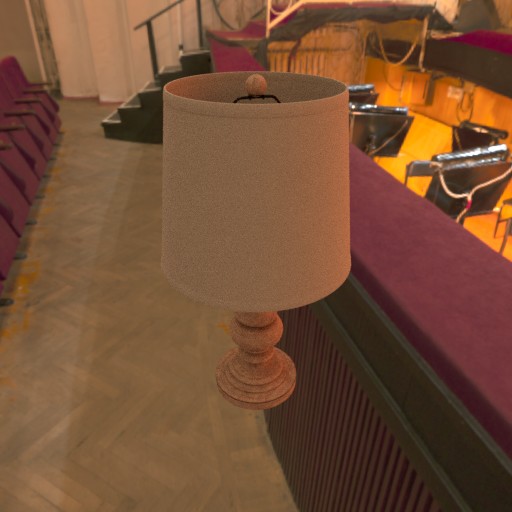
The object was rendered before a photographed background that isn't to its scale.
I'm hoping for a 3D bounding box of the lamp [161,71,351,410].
[{"bbox_3d":[0.000,0.000,0.649,0.273,0.497,0.273,0,31,0],"label":"lamp"}]
